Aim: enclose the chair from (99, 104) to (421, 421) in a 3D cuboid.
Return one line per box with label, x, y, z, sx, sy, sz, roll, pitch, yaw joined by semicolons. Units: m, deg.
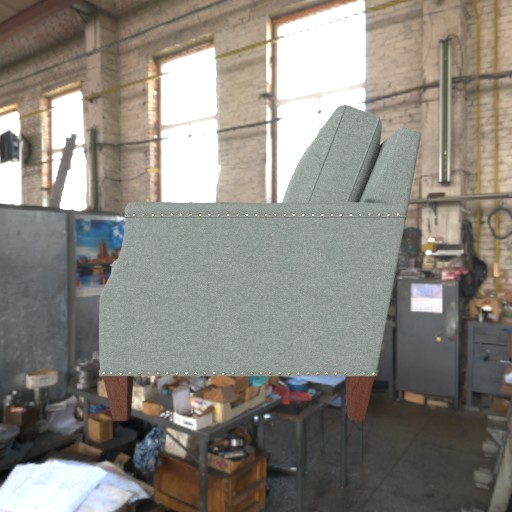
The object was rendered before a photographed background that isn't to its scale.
chair;0.000;0.000;1.801;1.031;1.031;0.885;0;1;0
